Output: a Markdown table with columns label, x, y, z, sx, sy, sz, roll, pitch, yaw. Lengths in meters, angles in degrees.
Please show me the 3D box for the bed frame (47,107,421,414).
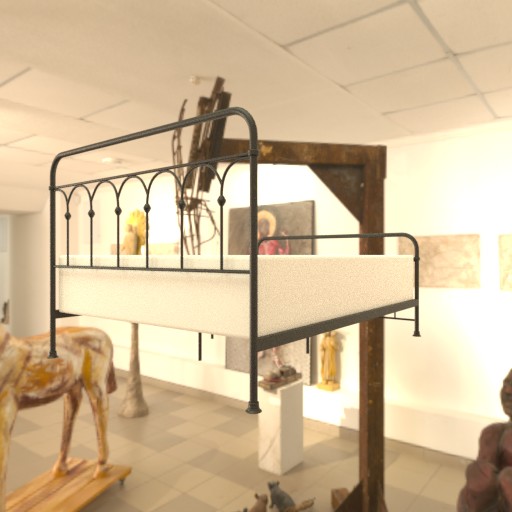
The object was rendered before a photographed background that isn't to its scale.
| label | x | y | z | sx | sy | sz | roll | pitch | yaw |
| --- | --- | --- | --- | --- | --- | --- | --- | --- | --- |
| bed frame | 0.000 | 0.000 | 3.160 | 1.664 | 1.276 | 2.203 | 0 | 0 | 37 |
